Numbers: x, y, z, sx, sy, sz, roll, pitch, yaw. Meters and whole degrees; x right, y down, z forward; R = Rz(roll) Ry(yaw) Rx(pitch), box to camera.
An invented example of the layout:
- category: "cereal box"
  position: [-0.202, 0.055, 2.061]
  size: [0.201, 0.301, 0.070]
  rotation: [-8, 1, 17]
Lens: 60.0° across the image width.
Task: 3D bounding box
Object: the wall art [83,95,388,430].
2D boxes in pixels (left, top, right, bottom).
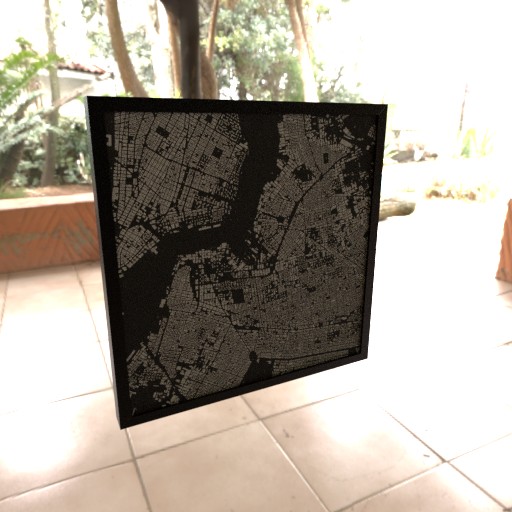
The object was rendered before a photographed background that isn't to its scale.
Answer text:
- category: "wall art"
  position: [0.000, 0.000, 0.765]
  size: [0.506, 0.506, 0.038]
  rotation: [-8, 18, -25]
